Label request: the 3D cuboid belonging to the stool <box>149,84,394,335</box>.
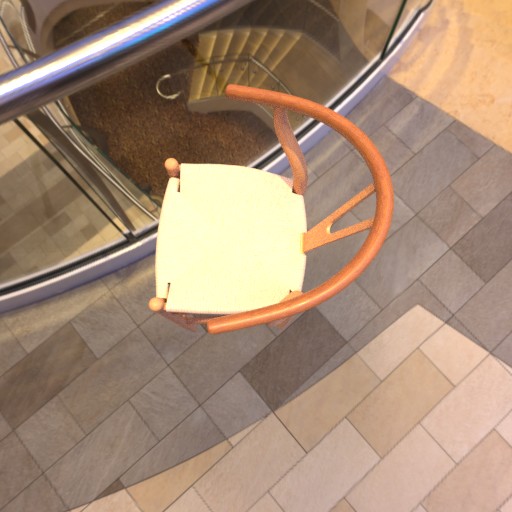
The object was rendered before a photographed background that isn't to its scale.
[{"bbox_3d":[0.000,0.000,1.408,0.561,1.068,0.574,3,76,1],"label":"stool"}]
